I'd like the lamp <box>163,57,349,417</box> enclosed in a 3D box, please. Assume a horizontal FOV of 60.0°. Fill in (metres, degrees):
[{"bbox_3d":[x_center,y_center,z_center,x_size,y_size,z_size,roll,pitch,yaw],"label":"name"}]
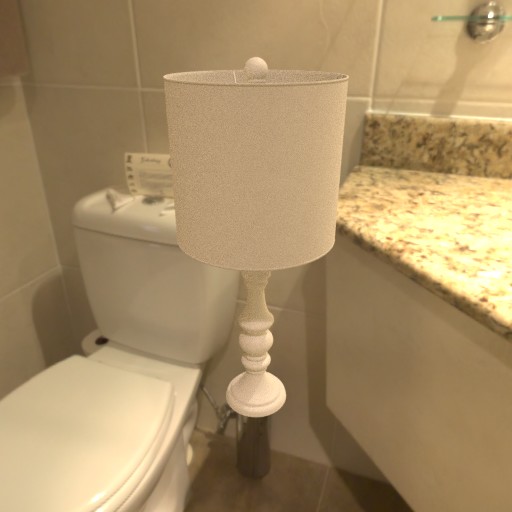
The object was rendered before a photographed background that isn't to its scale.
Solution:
[{"bbox_3d":[0.000,0.000,0.729,0.250,0.597,0.250,-8,27,-15],"label":"lamp"}]
